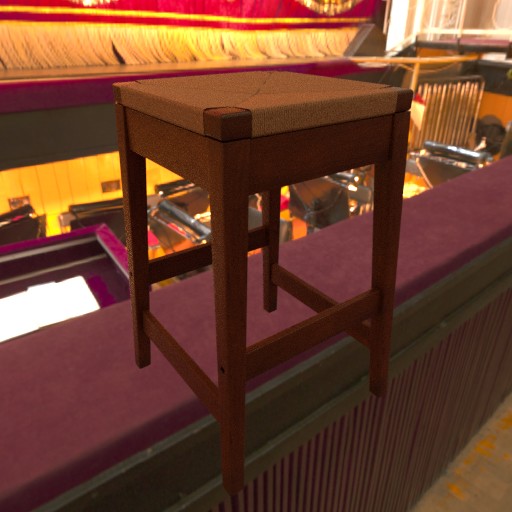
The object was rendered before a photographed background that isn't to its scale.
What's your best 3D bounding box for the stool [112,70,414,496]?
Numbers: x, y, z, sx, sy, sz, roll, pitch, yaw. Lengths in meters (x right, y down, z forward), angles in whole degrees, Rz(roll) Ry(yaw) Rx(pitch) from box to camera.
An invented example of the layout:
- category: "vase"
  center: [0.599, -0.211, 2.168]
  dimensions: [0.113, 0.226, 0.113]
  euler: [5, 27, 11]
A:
- category: "stool"
  center: [0.000, 0.000, 1.051]
  dimensions: [0.497, 0.762, 0.507]
  euler: [-19, 34, -31]
